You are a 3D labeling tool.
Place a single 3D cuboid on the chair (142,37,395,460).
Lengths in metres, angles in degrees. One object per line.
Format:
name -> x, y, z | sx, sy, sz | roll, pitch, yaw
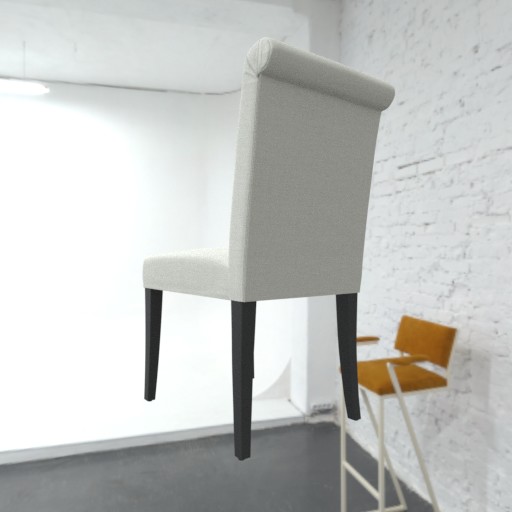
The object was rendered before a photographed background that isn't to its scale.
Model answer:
chair -> 0.000, 0.000, 1.367 | 0.452, 0.976, 0.708 | 0, 0, -37
